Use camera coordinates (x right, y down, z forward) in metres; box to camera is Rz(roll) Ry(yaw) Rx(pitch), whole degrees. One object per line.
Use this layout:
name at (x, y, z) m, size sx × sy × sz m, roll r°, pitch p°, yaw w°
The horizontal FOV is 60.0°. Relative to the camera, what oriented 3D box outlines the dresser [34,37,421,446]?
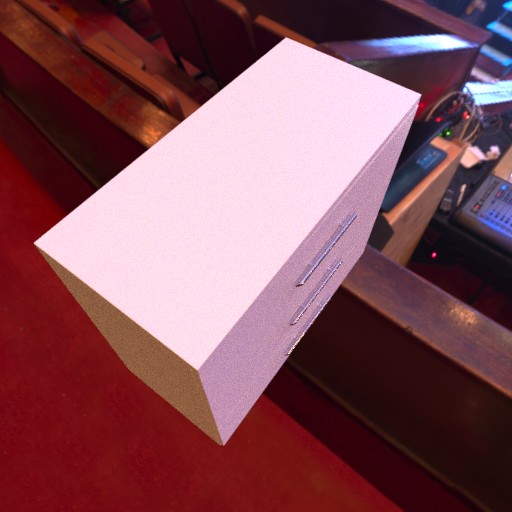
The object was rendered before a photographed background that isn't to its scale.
dresser at (0.000, 0.000, 1.252) m, size 0.420 × 0.740 × 0.830 m, roll 32°, pitch 63°, yaw 19°
